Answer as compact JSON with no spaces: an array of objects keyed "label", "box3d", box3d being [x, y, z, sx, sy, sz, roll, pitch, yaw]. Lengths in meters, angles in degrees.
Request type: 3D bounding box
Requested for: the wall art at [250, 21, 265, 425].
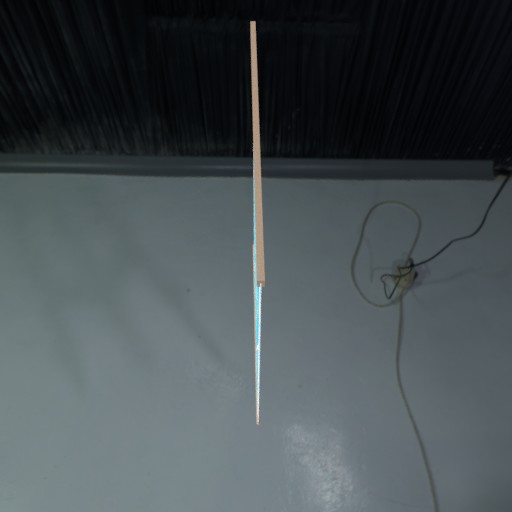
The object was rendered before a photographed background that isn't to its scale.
[{"label":"wall art","box3d":[0.000,0.000,1.343,0.013,1.016,0.758,-1,57,-1]}]
